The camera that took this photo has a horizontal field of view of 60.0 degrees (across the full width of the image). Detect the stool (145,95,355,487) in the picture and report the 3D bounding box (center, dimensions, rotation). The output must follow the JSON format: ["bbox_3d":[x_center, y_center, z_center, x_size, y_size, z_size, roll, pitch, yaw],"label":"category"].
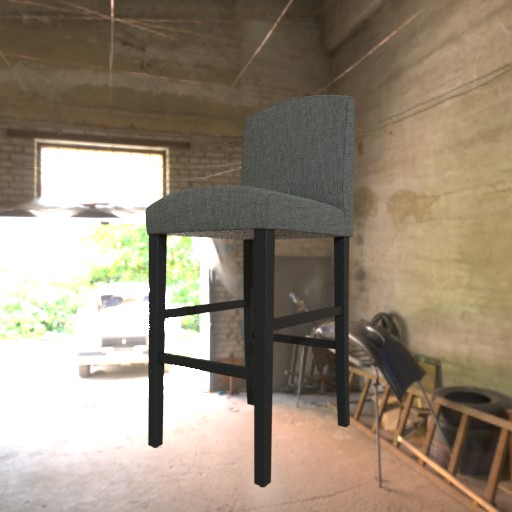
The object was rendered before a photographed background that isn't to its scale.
[{"bbox_3d":[0.000,0.000,1.405,0.451,1.138,0.552,0,0,35],"label":"stool"}]
